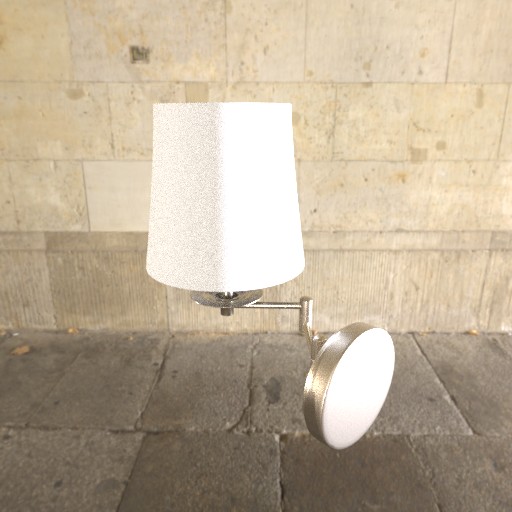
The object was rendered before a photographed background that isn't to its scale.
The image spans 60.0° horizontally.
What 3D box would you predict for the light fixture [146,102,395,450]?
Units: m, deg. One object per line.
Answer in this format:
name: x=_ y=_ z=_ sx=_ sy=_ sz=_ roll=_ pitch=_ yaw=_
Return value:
light fixture: x=0.000 y=0.000 z=0.585 sx=0.223 sy=0.381 sz=0.348 roll=-16 pitch=24 yaw=-41
